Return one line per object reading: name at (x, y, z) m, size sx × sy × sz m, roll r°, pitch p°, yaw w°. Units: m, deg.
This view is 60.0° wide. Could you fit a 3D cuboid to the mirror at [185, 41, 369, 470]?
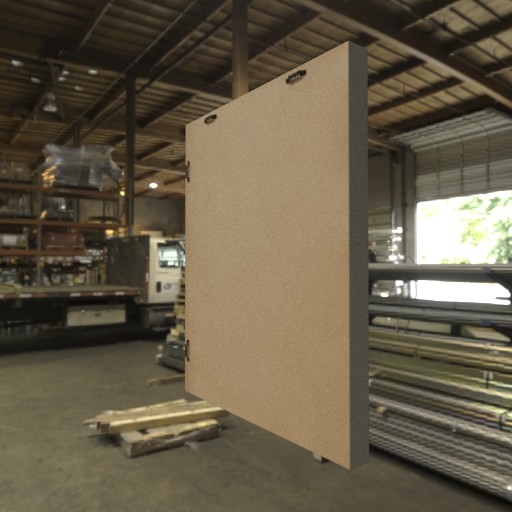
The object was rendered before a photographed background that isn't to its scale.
mirror at (0.000, 0.000, 0.694) m, size 0.041 × 0.508 × 0.405 m, roll 1°, pitch -1°, yaw -37°
